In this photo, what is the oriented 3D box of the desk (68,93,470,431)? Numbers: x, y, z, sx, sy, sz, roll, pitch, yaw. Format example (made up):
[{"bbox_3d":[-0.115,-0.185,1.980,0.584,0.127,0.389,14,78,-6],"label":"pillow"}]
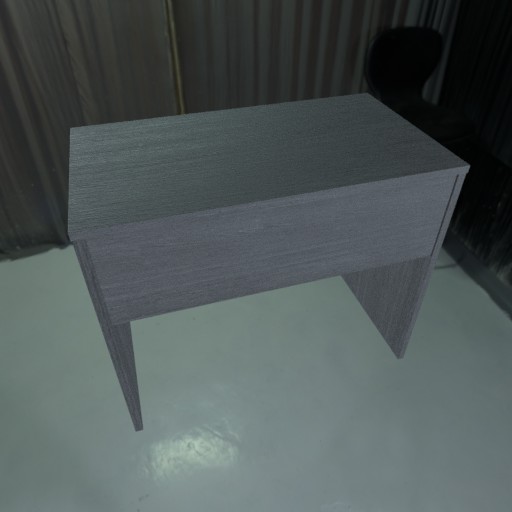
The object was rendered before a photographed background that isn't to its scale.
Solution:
[{"bbox_3d":[0.000,0.000,1.346,0.893,0.724,0.498,-11,41,-13],"label":"desk"}]
